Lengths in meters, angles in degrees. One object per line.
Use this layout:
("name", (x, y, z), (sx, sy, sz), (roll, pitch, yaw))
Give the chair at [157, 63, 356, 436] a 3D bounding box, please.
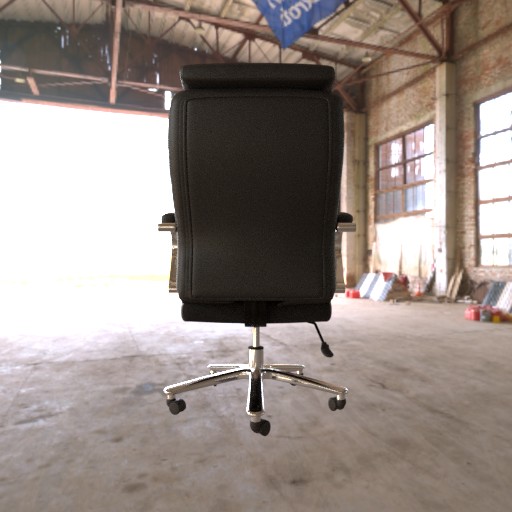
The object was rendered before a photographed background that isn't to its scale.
("chair", (0.000, 0.000, 1.721), (0.755, 1.183, 0.790), (0, 0, 0))
